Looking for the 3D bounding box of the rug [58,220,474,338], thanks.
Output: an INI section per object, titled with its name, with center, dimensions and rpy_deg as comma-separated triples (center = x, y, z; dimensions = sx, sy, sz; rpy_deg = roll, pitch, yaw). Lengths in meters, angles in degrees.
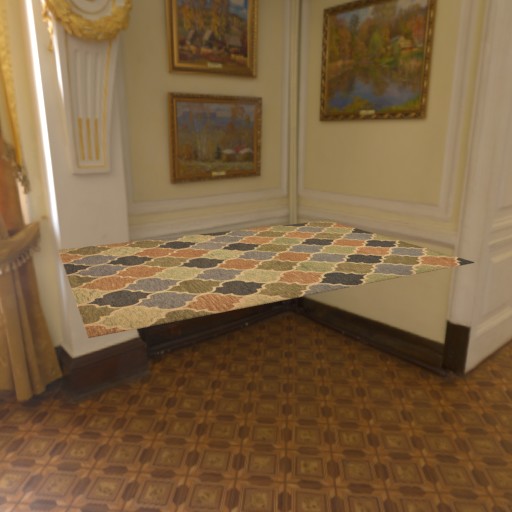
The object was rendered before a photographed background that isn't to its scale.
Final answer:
[rug]
center = 0.000, 0.000, 2.913
dimensions = 2.284, 0.006, 1.521
rpy_deg = -8, 18, -26
